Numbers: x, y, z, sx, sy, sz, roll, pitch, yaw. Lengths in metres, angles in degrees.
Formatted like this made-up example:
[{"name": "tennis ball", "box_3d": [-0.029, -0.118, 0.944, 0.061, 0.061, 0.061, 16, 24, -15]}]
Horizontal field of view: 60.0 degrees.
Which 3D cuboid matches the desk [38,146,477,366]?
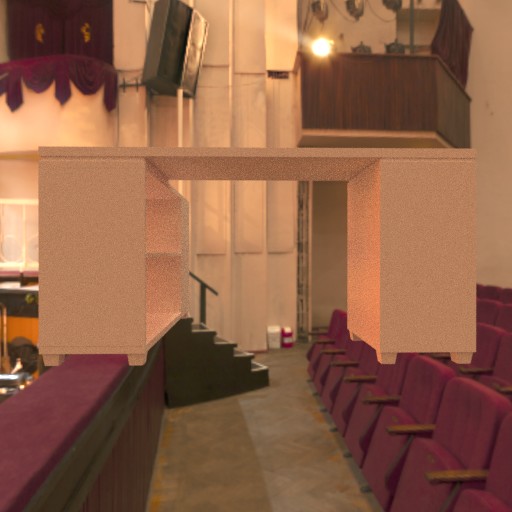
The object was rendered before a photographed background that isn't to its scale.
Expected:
[{"name": "desk", "box_3d": [0.000, 0.000, 2.141, 1.524, 0.759, 1.199, 0, 0, -1]}]
